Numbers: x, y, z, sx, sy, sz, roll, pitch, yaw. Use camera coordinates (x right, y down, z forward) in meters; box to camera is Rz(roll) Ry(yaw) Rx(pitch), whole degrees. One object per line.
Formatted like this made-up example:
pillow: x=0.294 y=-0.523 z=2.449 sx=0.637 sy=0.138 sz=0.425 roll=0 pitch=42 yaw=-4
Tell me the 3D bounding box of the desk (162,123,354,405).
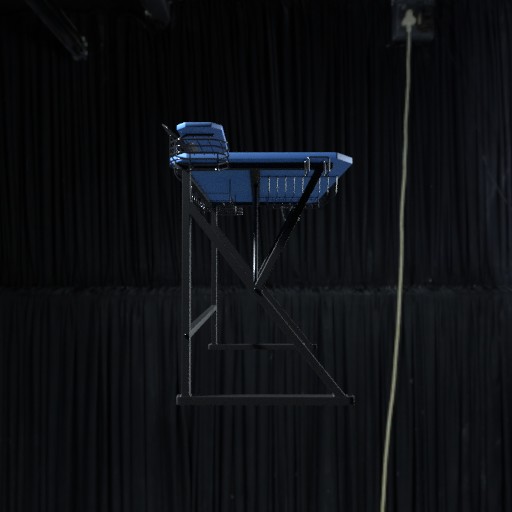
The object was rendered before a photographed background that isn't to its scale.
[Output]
desk: x=0.000 y=0.000 z=1.778 sx=0.594 sy=0.909 sz=1.295 roll=0 pitch=-1 yaw=0
